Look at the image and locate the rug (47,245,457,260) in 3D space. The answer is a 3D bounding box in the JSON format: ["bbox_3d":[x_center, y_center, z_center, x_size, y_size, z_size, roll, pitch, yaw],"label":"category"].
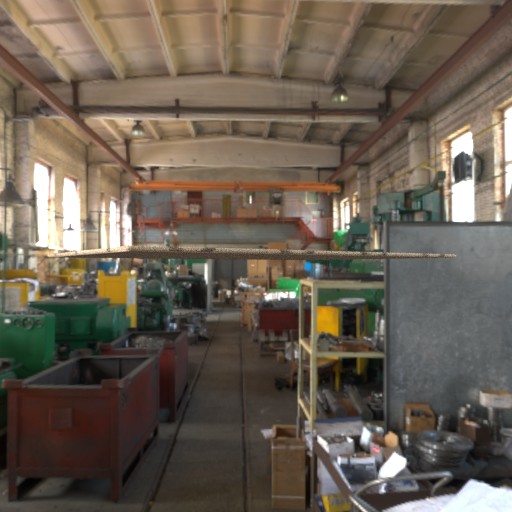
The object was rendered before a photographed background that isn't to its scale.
[{"bbox_3d":[0.000,0.000,3.495,2.701,0.026,1.801,1,-2,-36],"label":"rug"}]
